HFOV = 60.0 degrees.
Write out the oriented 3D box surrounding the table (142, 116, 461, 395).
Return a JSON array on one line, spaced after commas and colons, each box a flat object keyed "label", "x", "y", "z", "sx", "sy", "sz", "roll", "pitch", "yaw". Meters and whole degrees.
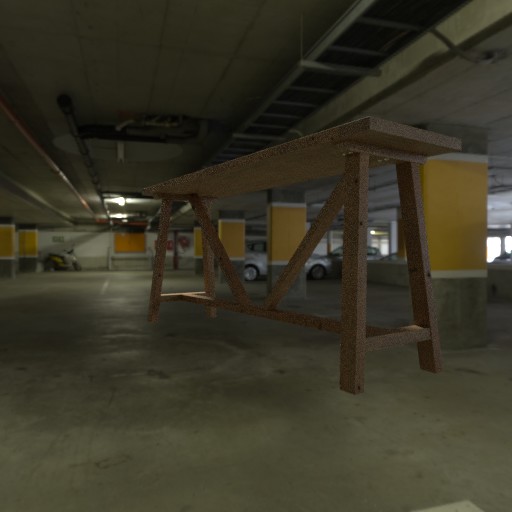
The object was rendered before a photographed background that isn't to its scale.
[{"label": "table", "x": 0.000, "y": 0.000, "z": 2.128, "sx": 0.465, "sy": 0.810, "sz": 1.800, "roll": 0, "pitch": 1, "yaw": -35}]
